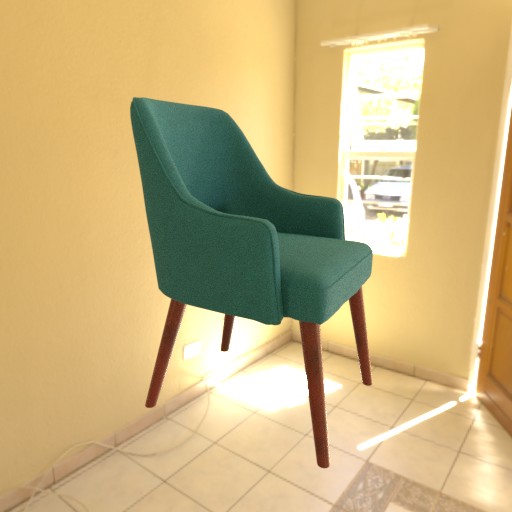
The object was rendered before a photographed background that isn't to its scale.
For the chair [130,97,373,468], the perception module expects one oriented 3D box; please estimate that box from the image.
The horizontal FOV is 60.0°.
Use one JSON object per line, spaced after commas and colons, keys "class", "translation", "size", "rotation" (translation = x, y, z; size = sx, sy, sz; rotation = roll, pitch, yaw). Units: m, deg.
{"class": "chair", "translation": [0.000, 0.000, 1.245], "size": [0.605, 0.849, 0.548], "rotation": [7, 15, 27]}
